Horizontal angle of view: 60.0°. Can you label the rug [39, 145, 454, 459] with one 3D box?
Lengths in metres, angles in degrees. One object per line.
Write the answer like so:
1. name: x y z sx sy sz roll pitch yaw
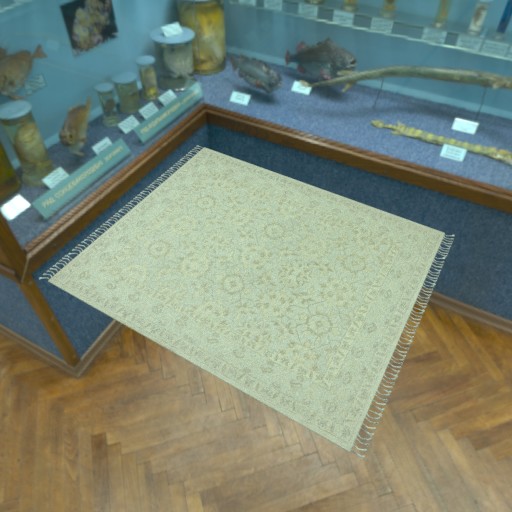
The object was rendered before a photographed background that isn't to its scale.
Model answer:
1. rug: 0.000 0.000 4.099 3.043 0.013 2.444 24 52 20
